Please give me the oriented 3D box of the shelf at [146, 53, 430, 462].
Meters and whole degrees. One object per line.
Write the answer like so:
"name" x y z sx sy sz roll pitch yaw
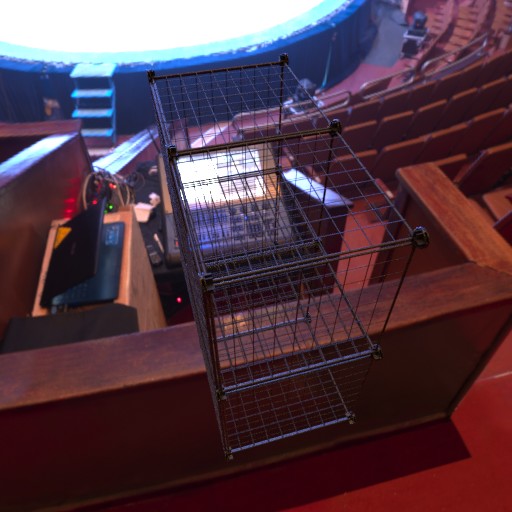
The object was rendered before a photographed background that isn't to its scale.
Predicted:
"shelf" 0.000 0.000 1.134 0.356 0.711 0.711 -12 48 -11
